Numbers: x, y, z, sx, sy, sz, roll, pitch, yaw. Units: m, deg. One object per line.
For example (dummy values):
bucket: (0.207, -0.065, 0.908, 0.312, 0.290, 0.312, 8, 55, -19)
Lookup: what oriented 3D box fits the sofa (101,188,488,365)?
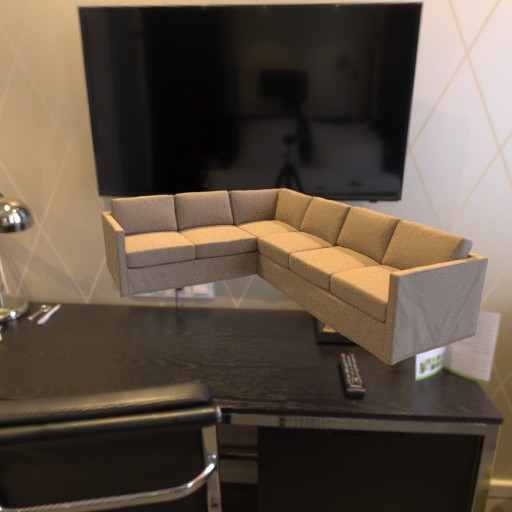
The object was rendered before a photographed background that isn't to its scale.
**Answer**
sofa: (0.000, 0.000, 4.308, 2.432, 0.871, 3.182, -8, 19, -25)
